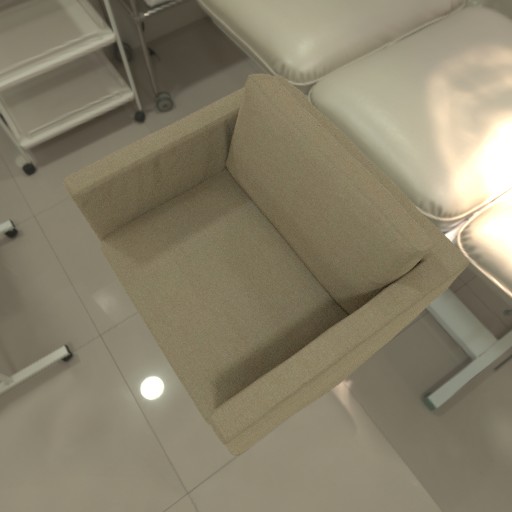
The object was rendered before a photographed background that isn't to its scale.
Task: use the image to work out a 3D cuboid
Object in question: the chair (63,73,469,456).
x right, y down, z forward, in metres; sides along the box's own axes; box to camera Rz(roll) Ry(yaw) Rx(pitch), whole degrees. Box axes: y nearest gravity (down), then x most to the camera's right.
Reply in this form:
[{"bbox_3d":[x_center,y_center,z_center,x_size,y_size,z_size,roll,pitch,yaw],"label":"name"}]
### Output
[{"bbox_3d":[0.000,0.000,1.680,0.949,0.863,1.057,-32,68,-15],"label":"chair"}]
